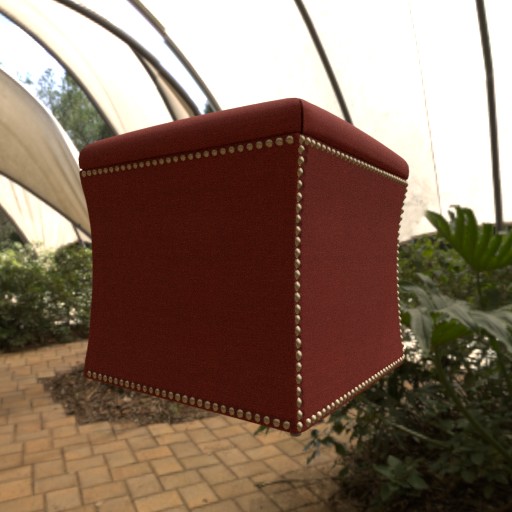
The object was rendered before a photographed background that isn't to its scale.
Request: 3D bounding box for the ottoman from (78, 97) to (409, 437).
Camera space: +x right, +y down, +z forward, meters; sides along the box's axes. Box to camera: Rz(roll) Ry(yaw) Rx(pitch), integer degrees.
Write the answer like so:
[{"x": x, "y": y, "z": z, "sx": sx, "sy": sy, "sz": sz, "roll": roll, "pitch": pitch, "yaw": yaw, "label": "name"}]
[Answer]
[{"x": 0.000, "y": 0.000, "z": 0.896, "sx": 0.497, "sy": 0.475, "sz": 0.507, "roll": 0, "pitch": 1, "yaw": 35, "label": "ottoman"}]
